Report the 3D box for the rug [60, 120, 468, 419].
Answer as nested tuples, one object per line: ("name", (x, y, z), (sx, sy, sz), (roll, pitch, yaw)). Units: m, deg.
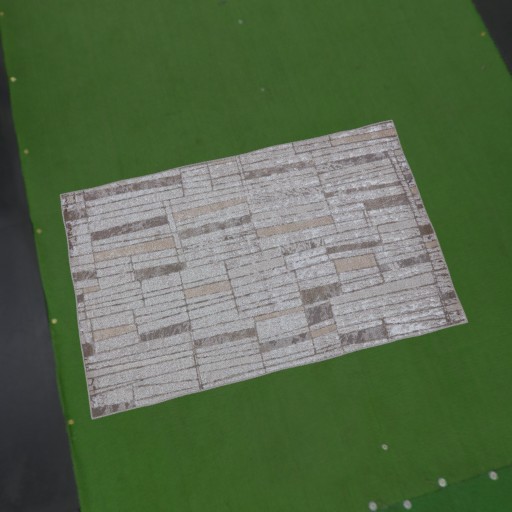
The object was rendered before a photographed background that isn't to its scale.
("rug", (0.000, 0.000, 2.974), (2.444, 0.023, 1.531), (-14, 75, -4))
